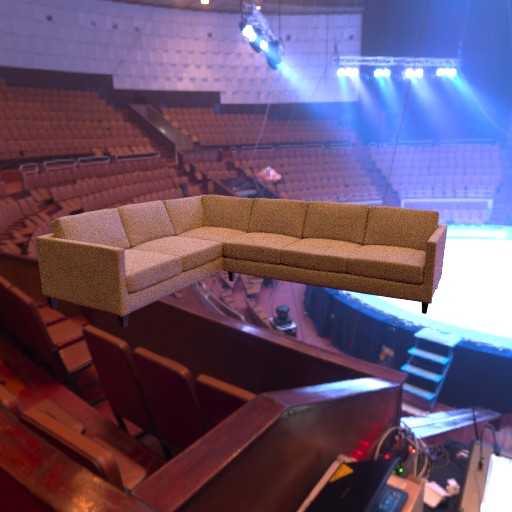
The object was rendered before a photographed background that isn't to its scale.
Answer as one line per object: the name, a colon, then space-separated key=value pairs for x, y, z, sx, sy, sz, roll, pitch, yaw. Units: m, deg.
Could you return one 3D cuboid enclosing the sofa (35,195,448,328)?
sofa: x=0.000 y=0.000 z=4.292 sx=3.182 sy=0.863 sz=2.432 roll=8 pitch=16 yaw=28
